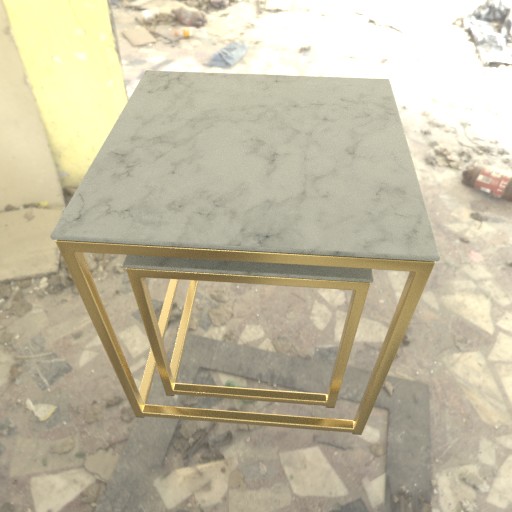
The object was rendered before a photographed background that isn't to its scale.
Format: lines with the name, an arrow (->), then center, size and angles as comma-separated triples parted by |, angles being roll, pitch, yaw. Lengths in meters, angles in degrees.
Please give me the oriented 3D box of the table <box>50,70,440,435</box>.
table -> 0.000, 0.000, 0.842 | 0.450, 0.500, 0.450 | 3, 46, 3
